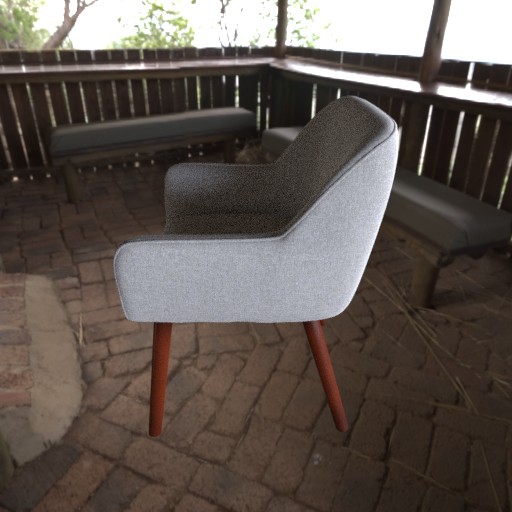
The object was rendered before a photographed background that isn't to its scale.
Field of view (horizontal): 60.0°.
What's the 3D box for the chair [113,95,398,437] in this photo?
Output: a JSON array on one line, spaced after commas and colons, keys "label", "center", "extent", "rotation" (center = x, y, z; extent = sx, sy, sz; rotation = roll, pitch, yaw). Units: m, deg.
[{"label": "chair", "center": [0.000, 0.000, 1.251], "extent": [0.610, 0.813, 0.610], "rotation": [0, 27, 1]}]
